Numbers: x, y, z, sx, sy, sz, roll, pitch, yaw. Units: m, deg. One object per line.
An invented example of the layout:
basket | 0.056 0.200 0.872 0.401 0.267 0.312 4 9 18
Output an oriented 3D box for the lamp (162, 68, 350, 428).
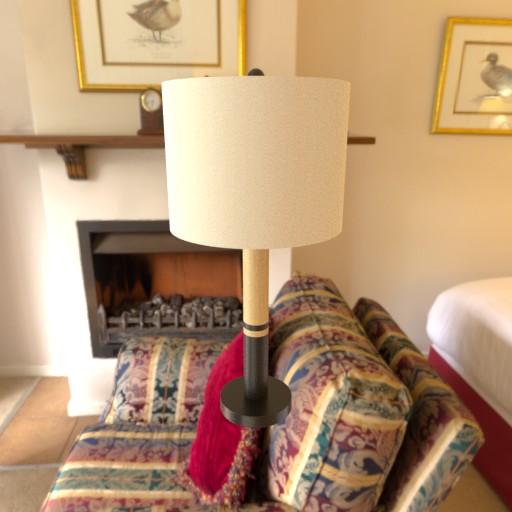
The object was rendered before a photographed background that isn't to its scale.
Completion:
lamp | 0.000 0.000 0.817 0.305 0.640 0.305 -15 23 -40
